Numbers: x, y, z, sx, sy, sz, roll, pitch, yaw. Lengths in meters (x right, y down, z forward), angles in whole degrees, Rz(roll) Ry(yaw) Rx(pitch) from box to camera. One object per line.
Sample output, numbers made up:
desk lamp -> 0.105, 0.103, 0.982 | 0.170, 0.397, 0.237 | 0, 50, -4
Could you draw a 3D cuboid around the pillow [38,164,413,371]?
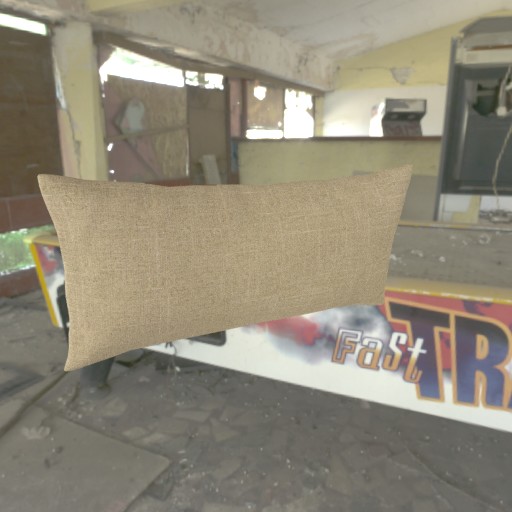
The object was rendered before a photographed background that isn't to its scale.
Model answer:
pillow -> 0.000, 0.000, 0.720 | 0.612, 0.282, 0.155 | -7, 16, -27
